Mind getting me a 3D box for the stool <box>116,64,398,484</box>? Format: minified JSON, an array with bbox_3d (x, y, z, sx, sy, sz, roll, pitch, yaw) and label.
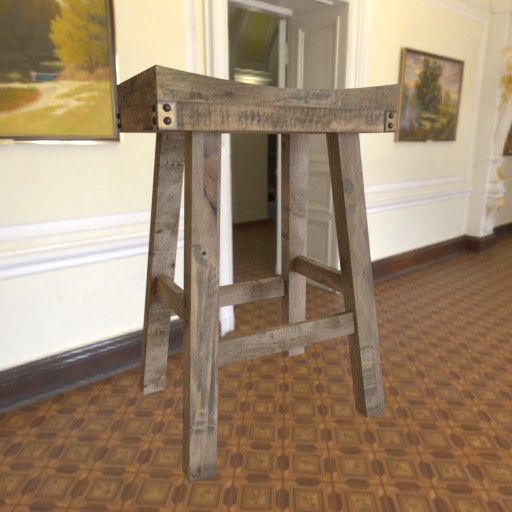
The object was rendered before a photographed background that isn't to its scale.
[{"bbox_3d":[0.000,0.000,0.873,0.450,0.635,0.330,-8,16,-27],"label":"stool"}]
